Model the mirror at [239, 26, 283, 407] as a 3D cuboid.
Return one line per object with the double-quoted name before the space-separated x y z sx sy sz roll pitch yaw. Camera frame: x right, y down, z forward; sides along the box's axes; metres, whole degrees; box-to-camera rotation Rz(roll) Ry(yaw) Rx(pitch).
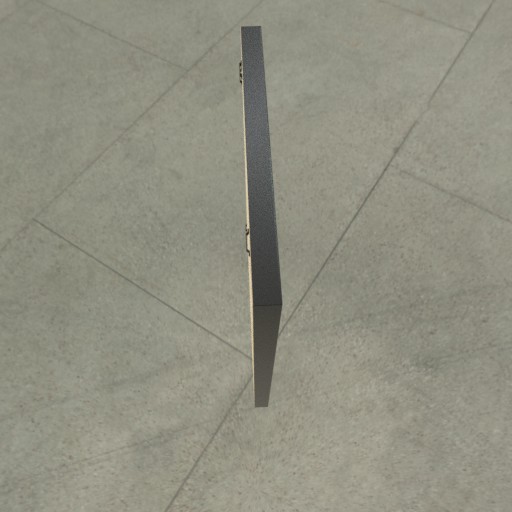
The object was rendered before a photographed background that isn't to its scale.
"mirror" 0.000 0.000 0.947 0.040 0.710 0.507 -2 62 -1
